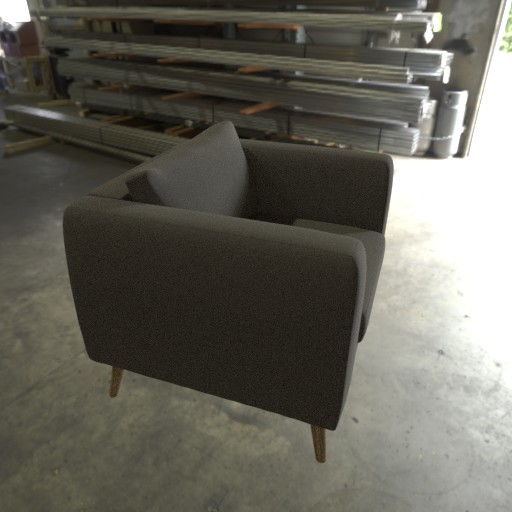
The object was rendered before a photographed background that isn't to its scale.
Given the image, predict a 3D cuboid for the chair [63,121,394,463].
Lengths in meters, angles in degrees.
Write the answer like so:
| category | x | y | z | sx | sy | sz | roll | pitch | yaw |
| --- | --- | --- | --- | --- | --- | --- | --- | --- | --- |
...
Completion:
| category | x | y | z | sx | sy | sz | roll | pitch | yaw |
| --- | --- | --- | --- | --- | --- | --- | --- | --- | --- |
| chair | 0.000 | 0.000 | 1.718 | 0.930 | 0.860 | 1.000 | 10 | 31 | 17 |
